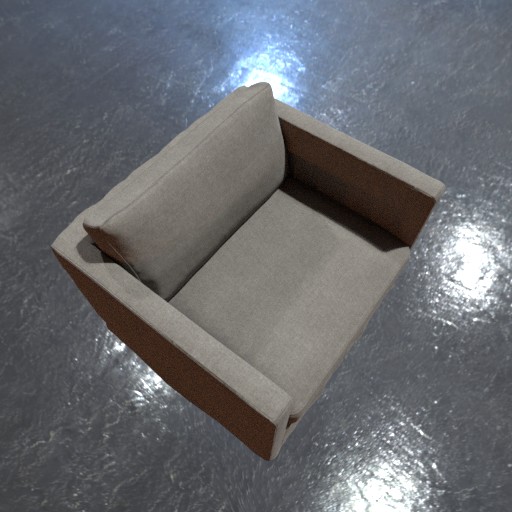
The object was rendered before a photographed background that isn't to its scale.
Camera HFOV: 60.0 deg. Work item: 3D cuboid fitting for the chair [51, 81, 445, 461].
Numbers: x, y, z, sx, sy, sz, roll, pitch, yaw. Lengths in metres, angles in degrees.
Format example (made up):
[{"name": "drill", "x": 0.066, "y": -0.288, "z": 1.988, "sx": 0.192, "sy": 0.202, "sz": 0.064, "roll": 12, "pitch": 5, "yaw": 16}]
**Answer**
[{"name": "chair", "x": 0.000, "y": 0.000, "z": 1.719, "sx": 0.949, "sy": 0.863, "sz": 1.057, "roll": 33, "pitch": 64, "yaw": 19}]
